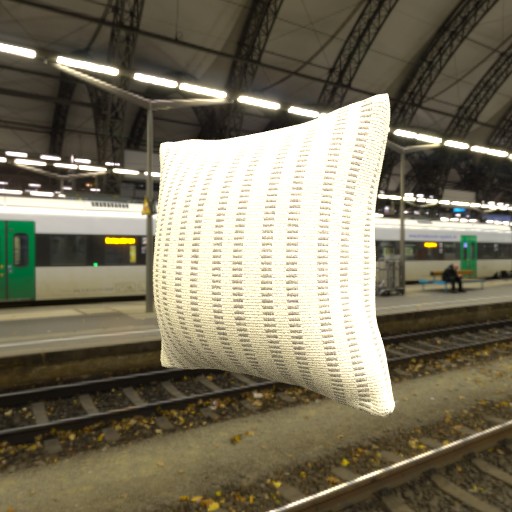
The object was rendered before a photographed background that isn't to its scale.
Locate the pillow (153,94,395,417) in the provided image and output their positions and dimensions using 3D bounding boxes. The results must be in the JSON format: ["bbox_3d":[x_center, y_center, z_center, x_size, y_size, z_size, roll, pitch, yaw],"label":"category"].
[{"bbox_3d":[0.000,0.000,0.698,0.438,0.419,0.247,0,0,37],"label":"pillow"}]
